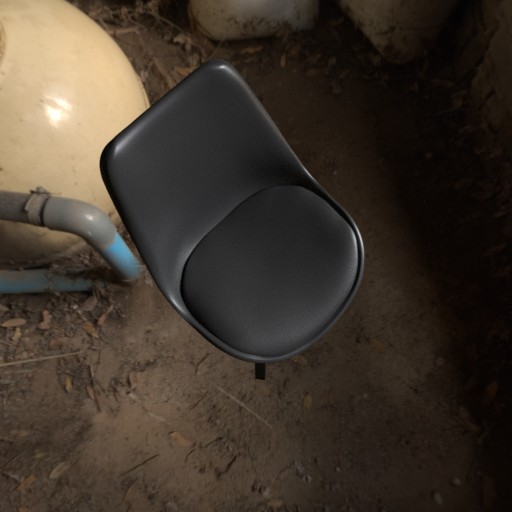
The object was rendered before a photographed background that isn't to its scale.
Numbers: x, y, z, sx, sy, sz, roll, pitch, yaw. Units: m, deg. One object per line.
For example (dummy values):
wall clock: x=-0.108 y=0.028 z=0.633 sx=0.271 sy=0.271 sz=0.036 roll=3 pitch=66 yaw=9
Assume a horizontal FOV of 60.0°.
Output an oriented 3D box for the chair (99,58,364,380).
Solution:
chair: x=0.000 y=0.000 z=1.157 sx=0.485 sy=0.850 sz=0.530 roll=-44 pitch=80 yaw=-10
